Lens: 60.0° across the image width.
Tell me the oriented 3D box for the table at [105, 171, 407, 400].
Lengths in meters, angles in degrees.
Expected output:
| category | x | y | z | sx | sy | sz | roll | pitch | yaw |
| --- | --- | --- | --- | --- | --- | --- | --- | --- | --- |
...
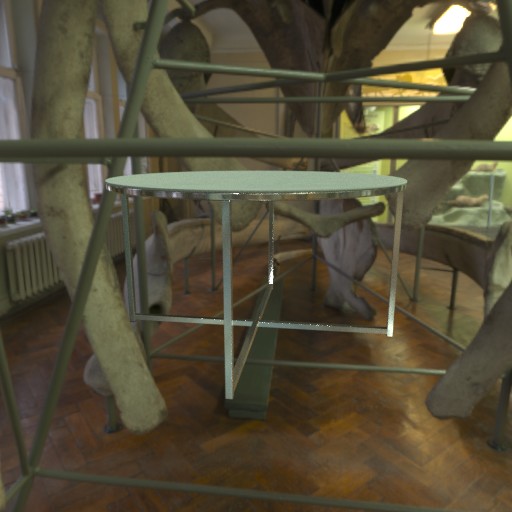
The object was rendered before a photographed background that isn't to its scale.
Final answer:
| category | x | y | z | sx | sy | sz | roll | pitch | yaw |
| --- | --- | --- | --- | --- | --- | --- | --- | --- | --- |
| table | 0.000 | 0.000 | 1.287 | 0.800 | 0.450 | 0.800 | 0 | 14 | 0 |
